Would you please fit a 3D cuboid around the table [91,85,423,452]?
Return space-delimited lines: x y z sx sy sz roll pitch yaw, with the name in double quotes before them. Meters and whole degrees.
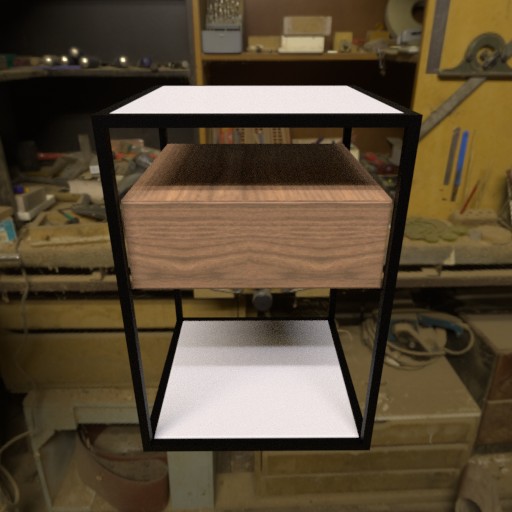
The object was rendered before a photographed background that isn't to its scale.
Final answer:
"table" 0.000 0.000 0.791 0.378 0.540 0.378 0 26 0
